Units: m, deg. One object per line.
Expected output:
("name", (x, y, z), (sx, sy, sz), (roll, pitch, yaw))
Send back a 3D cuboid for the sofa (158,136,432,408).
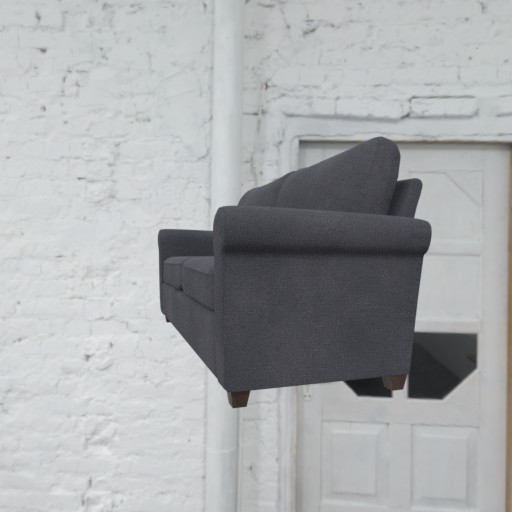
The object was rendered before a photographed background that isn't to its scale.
("sofa", (0.000, 0.000, 2.370), (0.842, 0.942, 1.935), (0, 1, -18))
